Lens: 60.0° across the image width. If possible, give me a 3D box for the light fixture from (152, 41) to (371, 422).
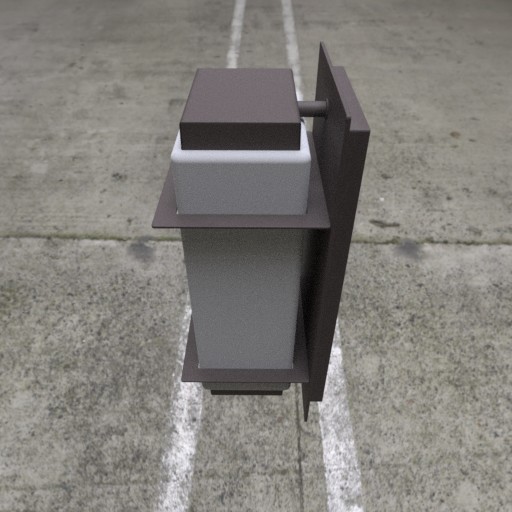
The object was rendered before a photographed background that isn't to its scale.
[{"bbox_3d":[0.000,0.000,0.428,0.146,0.347,0.153,0,41,0],"label":"light fixture"}]
